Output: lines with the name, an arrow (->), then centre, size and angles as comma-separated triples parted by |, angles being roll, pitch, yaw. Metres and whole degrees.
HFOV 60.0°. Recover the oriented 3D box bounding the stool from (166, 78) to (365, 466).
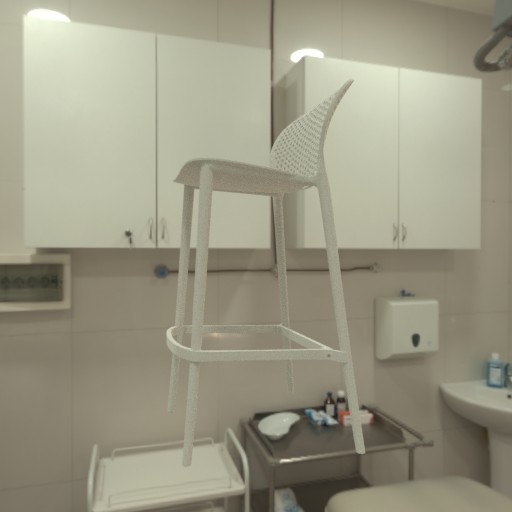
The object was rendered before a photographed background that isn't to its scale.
stool -> 0.000, 0.000, 1.358 | 0.535, 1.045, 0.536 | 0, 1, -17
